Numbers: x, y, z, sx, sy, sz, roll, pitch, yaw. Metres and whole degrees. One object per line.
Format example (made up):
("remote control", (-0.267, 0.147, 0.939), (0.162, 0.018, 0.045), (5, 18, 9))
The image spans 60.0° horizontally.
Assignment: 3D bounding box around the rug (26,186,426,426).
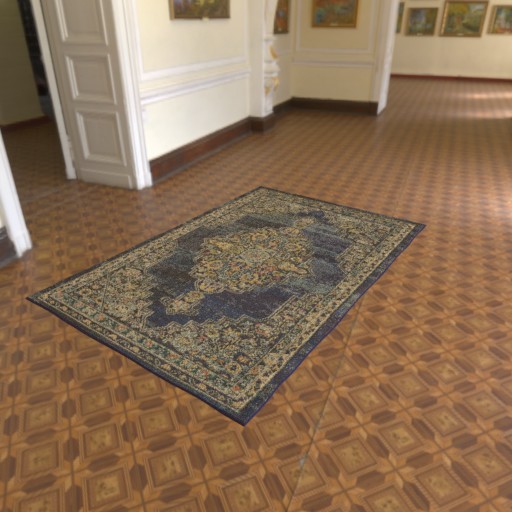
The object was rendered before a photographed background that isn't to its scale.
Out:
("rug", (0.000, 0.000, 2.244), (1.184, 0.012, 1.781), (19, 33, 31))
